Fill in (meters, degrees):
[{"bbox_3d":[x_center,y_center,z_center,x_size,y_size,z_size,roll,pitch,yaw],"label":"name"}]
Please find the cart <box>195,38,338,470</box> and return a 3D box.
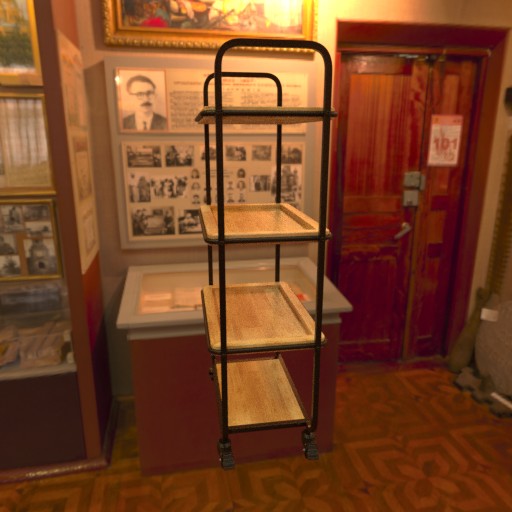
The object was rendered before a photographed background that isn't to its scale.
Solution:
[{"bbox_3d":[0.000,0.000,1.314,0.321,1.080,0.545,-2,15,-9],"label":"cart"}]
